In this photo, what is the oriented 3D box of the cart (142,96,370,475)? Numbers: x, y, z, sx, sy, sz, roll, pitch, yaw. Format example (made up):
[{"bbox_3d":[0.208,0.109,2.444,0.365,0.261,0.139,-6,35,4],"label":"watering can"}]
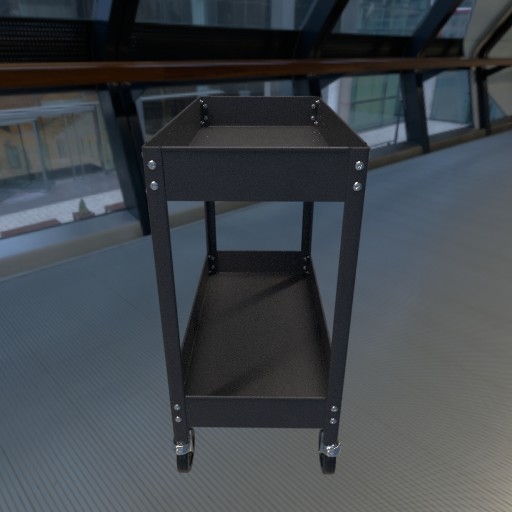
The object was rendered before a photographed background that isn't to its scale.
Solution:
[{"bbox_3d":[0.000,0.000,1.143,0.366,0.719,0.779,0,26,1],"label":"cart"}]
